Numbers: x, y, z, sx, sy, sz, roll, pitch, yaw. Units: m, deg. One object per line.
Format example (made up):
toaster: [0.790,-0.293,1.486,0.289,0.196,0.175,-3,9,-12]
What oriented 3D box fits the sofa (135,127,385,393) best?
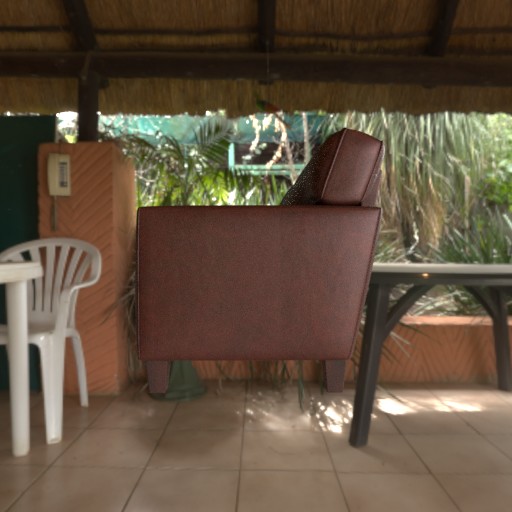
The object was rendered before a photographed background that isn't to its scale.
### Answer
sofa: [0.000,0.000,2.406,0.912,0.928,1.876,0,1,-1]
